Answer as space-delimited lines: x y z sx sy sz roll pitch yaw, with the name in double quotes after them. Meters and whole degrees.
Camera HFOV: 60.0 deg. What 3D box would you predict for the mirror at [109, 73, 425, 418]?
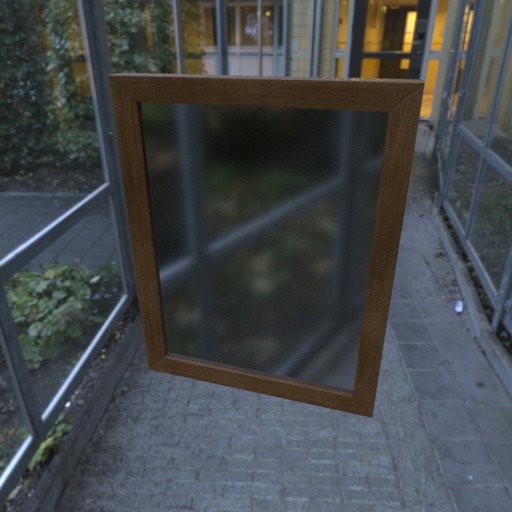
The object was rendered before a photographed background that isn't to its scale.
0.000 0.000 0.676 0.405 0.508 0.041 8 27 15 "mirror"
